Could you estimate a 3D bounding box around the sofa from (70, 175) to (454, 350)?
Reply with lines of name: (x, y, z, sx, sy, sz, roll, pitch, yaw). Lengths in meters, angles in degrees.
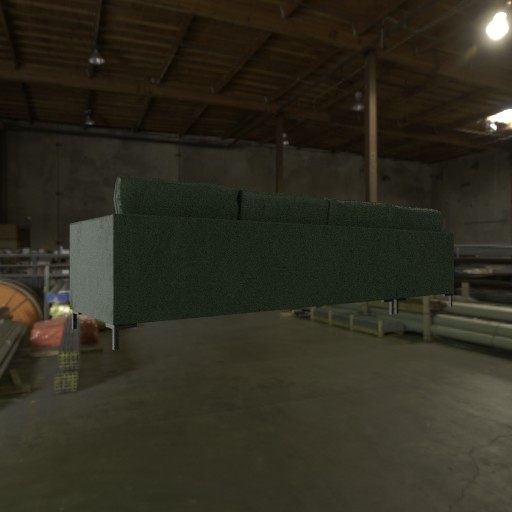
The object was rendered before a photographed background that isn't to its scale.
sofa: (0.000, 0.000, 4.170, 3.384, 0.996, 2.048, 0, 0, -36)
